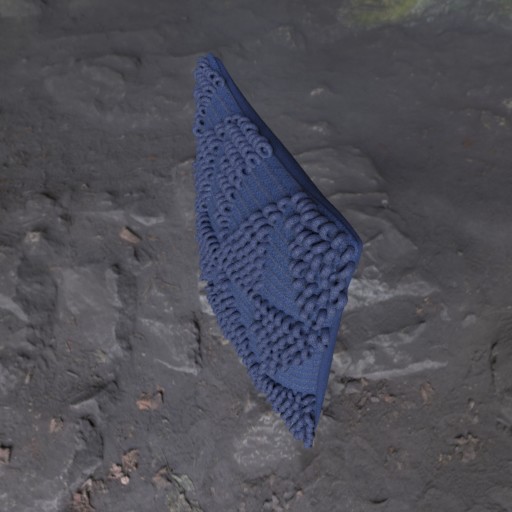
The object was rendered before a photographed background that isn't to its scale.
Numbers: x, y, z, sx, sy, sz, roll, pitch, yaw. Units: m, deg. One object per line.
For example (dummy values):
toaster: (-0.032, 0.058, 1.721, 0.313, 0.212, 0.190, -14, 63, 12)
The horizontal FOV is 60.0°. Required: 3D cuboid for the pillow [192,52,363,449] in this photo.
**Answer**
pillow: (0.000, 0.000, 0.700, 0.172, 0.466, 0.469, -16, 48, -15)
